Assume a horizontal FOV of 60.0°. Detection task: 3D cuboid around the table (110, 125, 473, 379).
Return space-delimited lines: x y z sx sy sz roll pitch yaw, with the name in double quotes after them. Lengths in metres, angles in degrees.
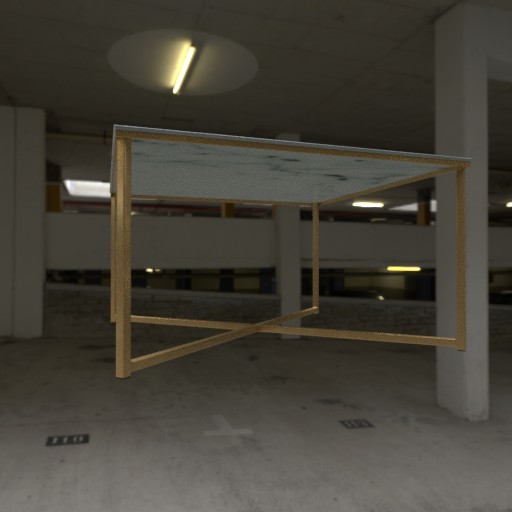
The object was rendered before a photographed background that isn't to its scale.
0.000 0.000 1.284 0.800 0.450 0.800 0 -1 -19 "table"
